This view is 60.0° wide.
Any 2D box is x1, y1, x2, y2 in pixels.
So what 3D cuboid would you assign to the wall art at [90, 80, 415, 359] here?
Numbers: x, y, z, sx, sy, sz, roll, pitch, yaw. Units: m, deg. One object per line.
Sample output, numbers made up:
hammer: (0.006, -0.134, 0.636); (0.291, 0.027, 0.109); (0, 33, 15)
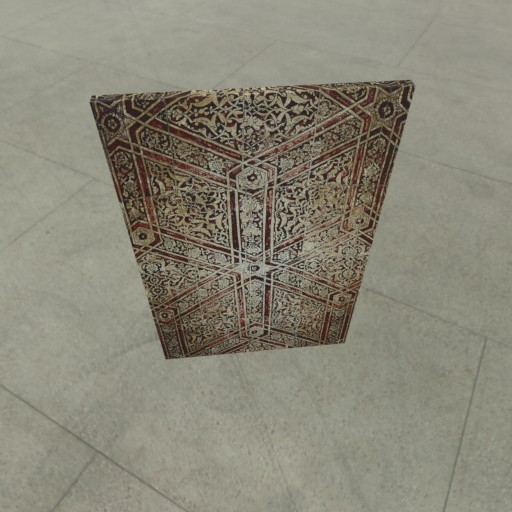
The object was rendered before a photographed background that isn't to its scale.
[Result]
wall art: (0.000, 0.000, 1.152); (0.599, 0.904, 0.030); (-4, 47, -4)
